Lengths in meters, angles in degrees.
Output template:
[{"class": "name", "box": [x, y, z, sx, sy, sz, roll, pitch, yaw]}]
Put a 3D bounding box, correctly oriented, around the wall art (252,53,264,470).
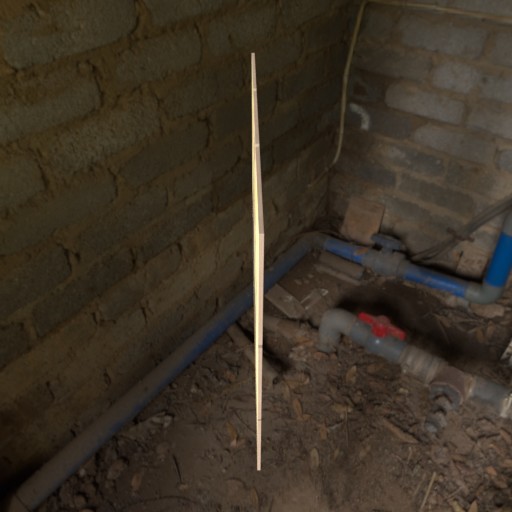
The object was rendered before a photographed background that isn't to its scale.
[{"class": "wall art", "box": [0.000, 0.000, 1.828, 0.013, 1.218, 1.219, -1, 42, -1]}]
